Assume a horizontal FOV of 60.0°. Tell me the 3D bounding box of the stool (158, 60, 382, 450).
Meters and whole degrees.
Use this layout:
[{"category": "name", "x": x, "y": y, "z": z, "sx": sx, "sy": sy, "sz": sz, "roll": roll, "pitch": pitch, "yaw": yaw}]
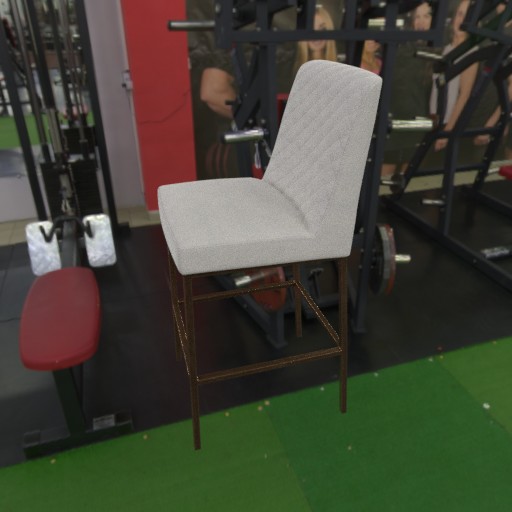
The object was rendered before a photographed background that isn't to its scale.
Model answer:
[{"category": "stool", "x": 0.000, "y": 0.000, "z": 1.378, "sx": 0.546, "sy": 1.084, "sz": 0.462, "roll": -8, "pitch": 31, "yaw": -14}]
